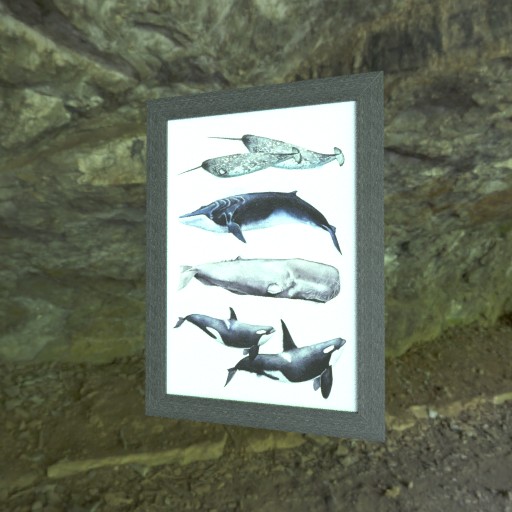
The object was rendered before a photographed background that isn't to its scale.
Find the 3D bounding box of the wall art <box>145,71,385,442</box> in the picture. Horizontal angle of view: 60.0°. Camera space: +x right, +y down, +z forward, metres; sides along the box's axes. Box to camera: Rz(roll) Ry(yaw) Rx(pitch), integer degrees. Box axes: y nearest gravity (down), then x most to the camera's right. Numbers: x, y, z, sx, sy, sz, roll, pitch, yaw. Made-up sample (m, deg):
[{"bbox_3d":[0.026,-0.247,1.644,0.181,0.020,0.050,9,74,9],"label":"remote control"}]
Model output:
[{"bbox_3d":[0.000,0.000,1.457,0.810,1.116,0.016,0,-1,17],"label":"wall art"}]
